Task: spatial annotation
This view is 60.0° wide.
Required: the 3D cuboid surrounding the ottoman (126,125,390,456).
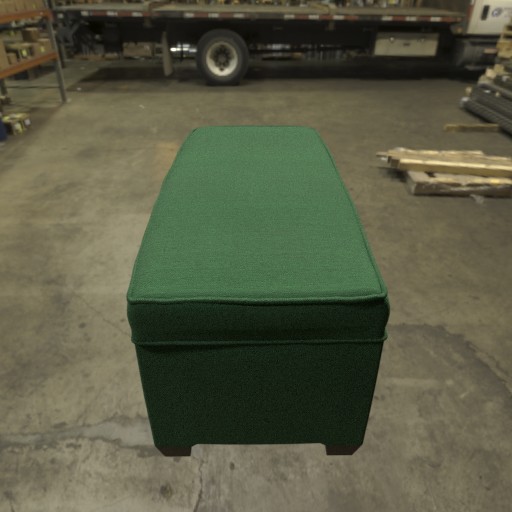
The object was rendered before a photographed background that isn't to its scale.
[{"bbox_3d":[0.000,0.000,1.215,0.483,0.471,0.957,0,32,0],"label":"ottoman"}]
